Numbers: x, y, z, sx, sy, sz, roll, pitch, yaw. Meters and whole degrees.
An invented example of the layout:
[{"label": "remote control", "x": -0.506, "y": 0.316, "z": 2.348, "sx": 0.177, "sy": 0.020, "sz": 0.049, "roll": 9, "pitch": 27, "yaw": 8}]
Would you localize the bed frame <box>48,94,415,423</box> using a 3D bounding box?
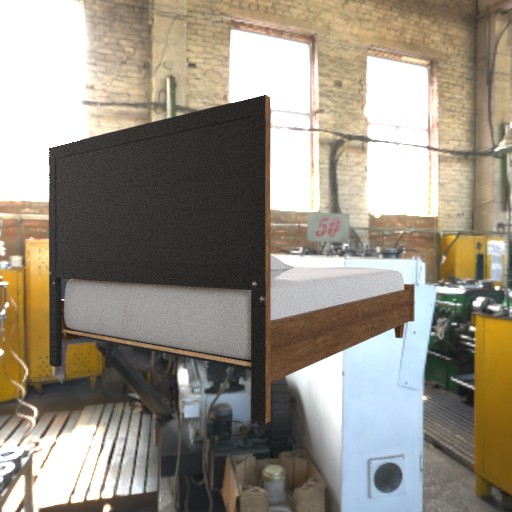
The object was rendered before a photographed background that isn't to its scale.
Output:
[{"label": "bed frame", "x": 0.000, "y": 0.000, "z": 3.320, "sx": 1.696, "sy": 1.417, "sz": 2.276, "roll": 0, "pitch": 1, "yaw": 35}]
